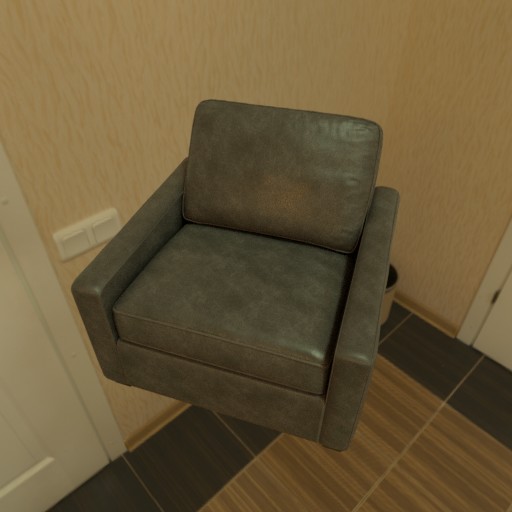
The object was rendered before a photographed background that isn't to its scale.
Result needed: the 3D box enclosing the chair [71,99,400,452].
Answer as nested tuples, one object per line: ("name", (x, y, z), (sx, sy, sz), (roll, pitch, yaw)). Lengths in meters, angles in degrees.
("chair", (0.000, 0.000, 1.731), (1.006, 0.916, 0.939), (12, 43, 14))
